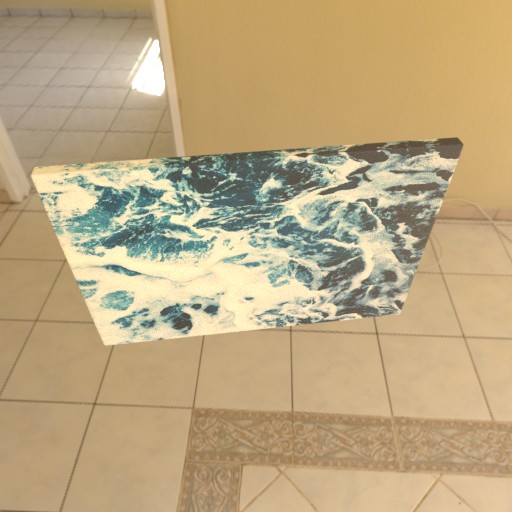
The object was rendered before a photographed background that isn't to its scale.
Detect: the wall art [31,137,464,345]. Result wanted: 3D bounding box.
[{"bbox_3d":[0.000,0.000,1.925,1.524,1.017,0.055,-5,46,-5],"label":"wall art"}]
